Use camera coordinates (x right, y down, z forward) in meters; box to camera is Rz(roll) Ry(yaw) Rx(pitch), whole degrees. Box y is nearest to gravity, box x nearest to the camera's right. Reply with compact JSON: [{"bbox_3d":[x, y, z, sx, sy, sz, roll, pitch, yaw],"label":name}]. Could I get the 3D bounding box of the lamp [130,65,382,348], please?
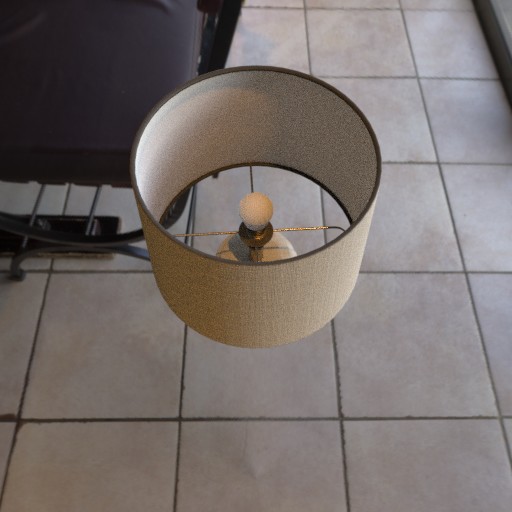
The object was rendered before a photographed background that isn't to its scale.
[{"bbox_3d":[0.000,0.000,0.838,0.376,0.594,0.376,0,63,0],"label":"lamp"}]
